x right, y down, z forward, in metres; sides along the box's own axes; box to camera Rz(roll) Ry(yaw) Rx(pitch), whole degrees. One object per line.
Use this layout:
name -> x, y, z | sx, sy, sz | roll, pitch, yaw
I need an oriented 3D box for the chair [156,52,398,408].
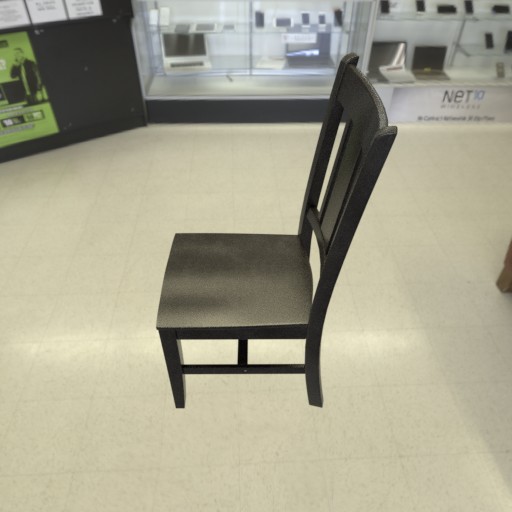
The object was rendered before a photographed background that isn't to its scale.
chair -> 0.000, 0.000, 1.298 | 0.555, 0.998, 0.450 | 0, 42, 0
